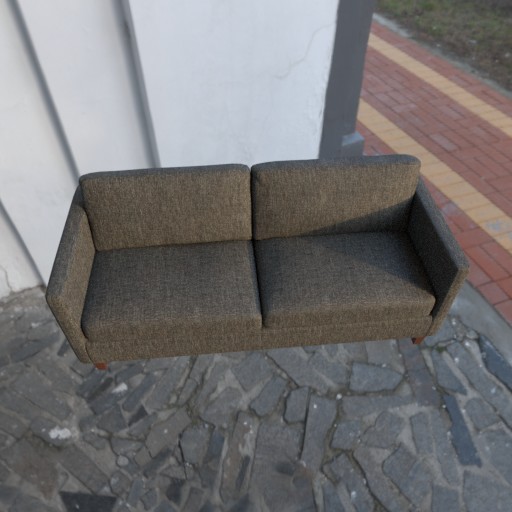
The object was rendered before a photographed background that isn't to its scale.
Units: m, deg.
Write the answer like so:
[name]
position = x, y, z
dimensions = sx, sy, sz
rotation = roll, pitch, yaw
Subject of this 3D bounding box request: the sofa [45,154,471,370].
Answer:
[sofa]
position = 0.000, 0.000, 2.743
dimensions = 2.208, 0.960, 0.948
rotation = -4, 47, -4
